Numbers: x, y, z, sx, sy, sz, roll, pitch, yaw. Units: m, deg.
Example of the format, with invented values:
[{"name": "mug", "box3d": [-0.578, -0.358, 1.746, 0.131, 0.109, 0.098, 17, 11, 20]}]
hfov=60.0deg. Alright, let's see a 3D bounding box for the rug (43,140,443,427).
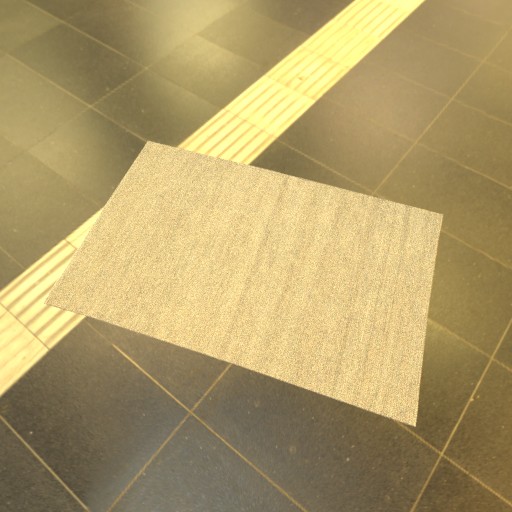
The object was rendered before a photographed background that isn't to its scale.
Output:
[{"name": "rug", "box3d": [0.000, 0.000, 2.315, 1.820, 0.022, 1.179, 16, 60, 10]}]
